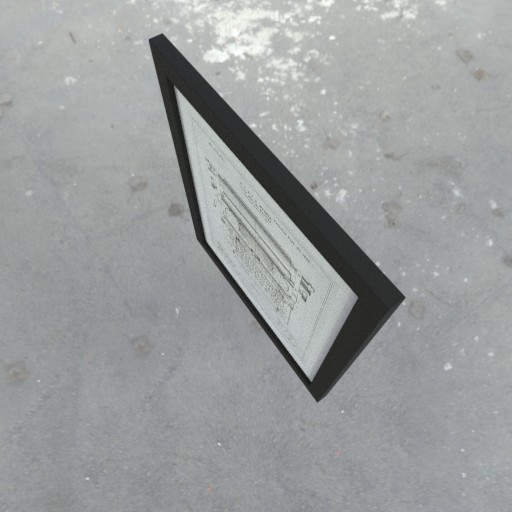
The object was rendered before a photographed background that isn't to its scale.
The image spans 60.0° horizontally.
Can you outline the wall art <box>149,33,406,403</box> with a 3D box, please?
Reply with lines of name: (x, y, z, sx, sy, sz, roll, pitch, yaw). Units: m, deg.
wall art: (0.000, 0.000, 0.695, 0.021, 0.508, 0.432, -32, 67, -15)
